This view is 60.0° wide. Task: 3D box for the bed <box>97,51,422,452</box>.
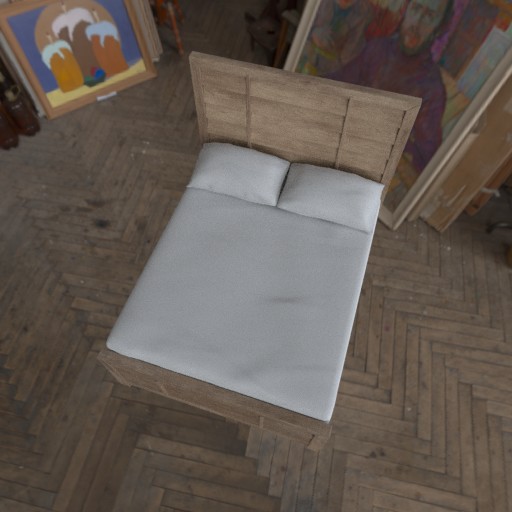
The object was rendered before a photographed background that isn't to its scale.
[{"bbox_3d":[0.000,0.000,3.208,1.615,1.631,2.017,16,60,9],"label":"bed"}]
